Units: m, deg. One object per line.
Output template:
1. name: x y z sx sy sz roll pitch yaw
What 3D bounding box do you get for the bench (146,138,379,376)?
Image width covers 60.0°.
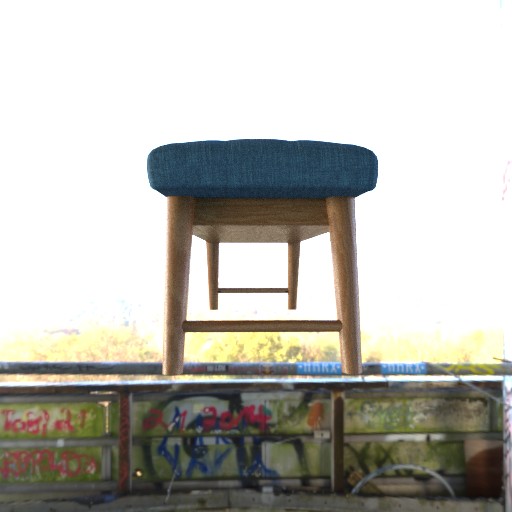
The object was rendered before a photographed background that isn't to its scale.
1. bench: 0.000 0.000 1.319 0.406 0.432 1.118 0 -1 -1
